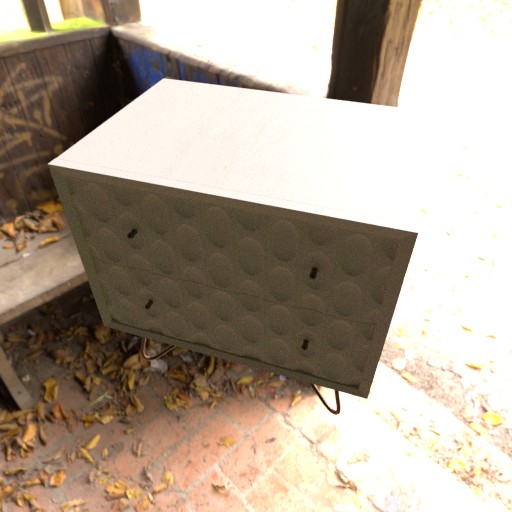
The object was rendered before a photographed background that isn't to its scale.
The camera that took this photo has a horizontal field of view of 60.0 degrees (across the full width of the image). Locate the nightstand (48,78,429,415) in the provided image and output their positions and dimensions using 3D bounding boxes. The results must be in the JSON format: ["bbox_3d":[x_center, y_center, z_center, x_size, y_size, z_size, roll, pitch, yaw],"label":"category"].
[{"bbox_3d":[0.000,0.000,1.038,0.614,0.604,0.447,12,43,13],"label":"nightstand"}]
